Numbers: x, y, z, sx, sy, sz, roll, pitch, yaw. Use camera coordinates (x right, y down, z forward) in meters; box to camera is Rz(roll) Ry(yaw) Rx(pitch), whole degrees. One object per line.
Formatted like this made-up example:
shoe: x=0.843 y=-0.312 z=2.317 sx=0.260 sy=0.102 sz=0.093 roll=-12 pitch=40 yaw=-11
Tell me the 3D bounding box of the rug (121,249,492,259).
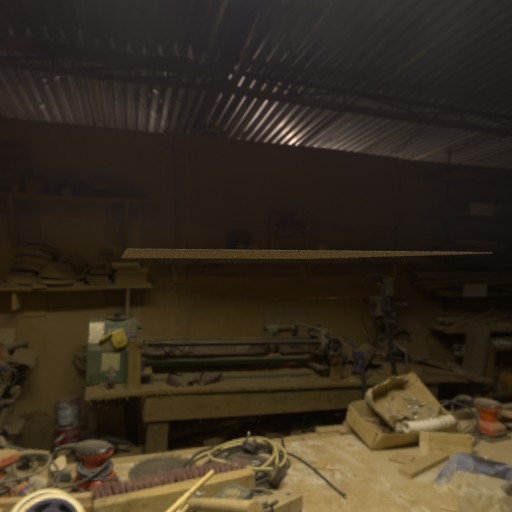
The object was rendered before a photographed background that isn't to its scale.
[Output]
rug: x=0.000 y=0.000 z=4.240 sx=2.438 sy=0.006 sz=3.197 roll=0 pitch=-1 yaw=-17
